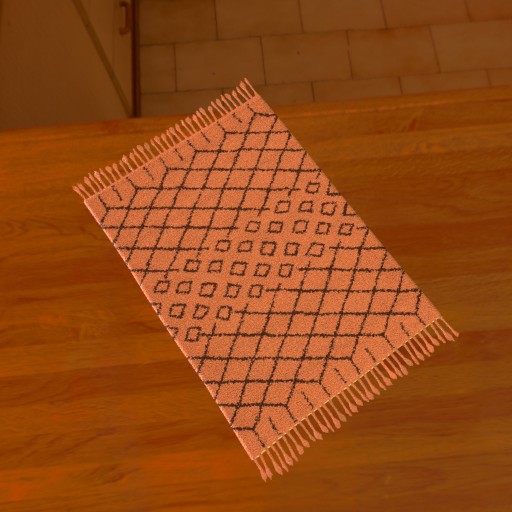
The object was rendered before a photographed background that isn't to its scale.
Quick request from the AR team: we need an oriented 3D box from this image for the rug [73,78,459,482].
[{"bbox_3d":[0.000,0.000,3.254,1.664,0.029,2.615,-34,77,-9],"label":"rug"}]
